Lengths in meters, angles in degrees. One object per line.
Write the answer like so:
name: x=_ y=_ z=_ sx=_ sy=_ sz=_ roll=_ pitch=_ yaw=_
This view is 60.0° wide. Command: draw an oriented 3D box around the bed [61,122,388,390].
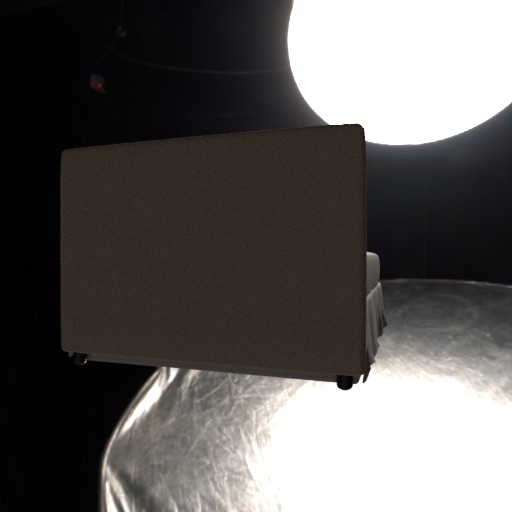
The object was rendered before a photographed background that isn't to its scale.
bed: x=0.000 y=0.000 z=3.416 sx=1.884 sy=1.330 sz=2.142 roll=0 pitch=0 yaw=19
